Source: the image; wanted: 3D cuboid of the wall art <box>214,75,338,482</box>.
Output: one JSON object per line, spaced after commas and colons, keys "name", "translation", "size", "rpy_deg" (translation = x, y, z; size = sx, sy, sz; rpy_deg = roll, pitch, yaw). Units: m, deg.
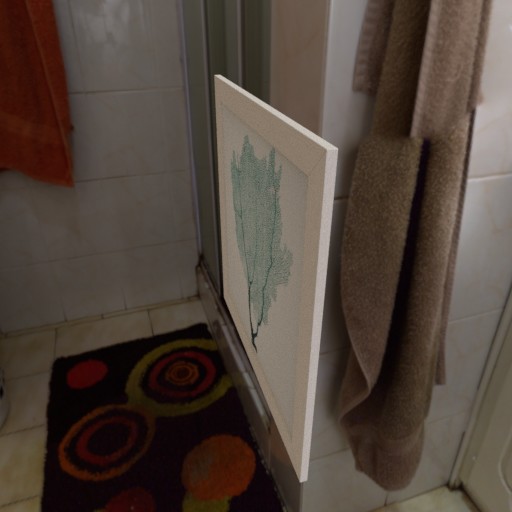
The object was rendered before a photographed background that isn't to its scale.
{"name": "wall art", "translation": [0.000, 0.000, 0.853], "size": [0.015, 0.577, 0.572], "rpy_deg": [-8, 31, -14]}
